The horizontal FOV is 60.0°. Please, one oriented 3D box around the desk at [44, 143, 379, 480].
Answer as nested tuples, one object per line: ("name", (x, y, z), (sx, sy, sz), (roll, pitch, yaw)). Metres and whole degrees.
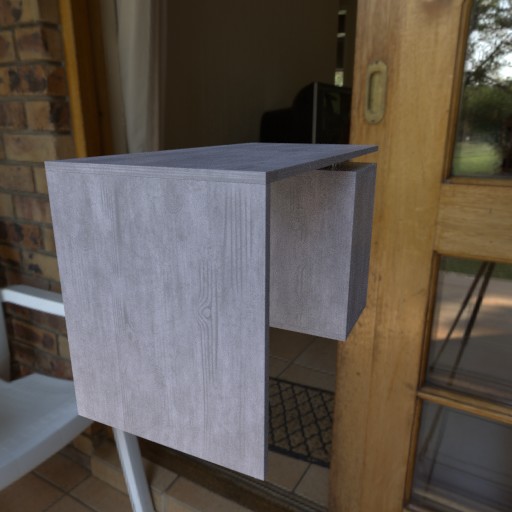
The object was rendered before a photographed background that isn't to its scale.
("desk", (0.000, 0.000, 1.604), (0.600, 0.740, 1.200), (8, 18, 24))
